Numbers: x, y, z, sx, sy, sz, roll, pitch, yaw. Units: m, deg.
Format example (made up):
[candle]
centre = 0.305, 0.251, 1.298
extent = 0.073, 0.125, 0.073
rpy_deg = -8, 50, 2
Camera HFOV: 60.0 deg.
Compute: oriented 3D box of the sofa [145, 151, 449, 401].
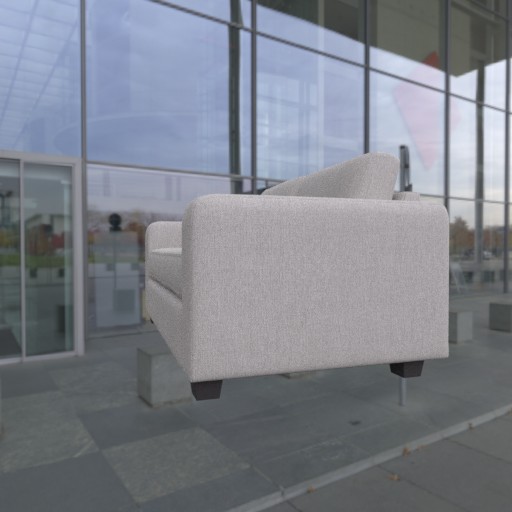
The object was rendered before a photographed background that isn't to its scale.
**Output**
[sofa]
centre = 0.000, 0.000, 2.070
extent = 0.900, 0.800, 1.540
rpy_deg = 0, 1, -18
